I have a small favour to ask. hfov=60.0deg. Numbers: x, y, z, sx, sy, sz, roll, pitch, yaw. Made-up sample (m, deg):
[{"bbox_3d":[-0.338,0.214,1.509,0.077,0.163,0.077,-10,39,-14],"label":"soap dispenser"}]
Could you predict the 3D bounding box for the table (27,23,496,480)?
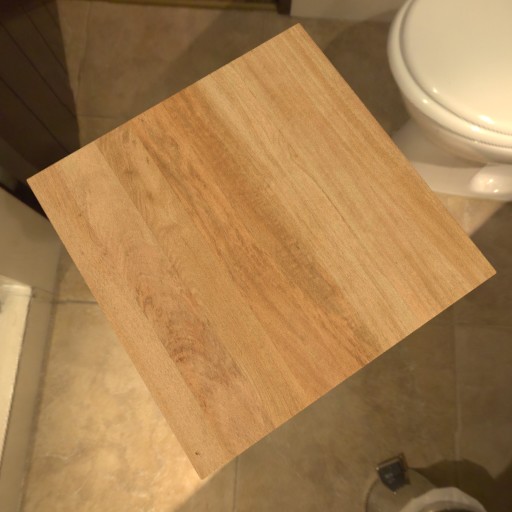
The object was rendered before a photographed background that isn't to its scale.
[{"bbox_3d":[0.000,0.000,1.023,0.599,0.500,0.599,-33,79,-7],"label":"table"}]
